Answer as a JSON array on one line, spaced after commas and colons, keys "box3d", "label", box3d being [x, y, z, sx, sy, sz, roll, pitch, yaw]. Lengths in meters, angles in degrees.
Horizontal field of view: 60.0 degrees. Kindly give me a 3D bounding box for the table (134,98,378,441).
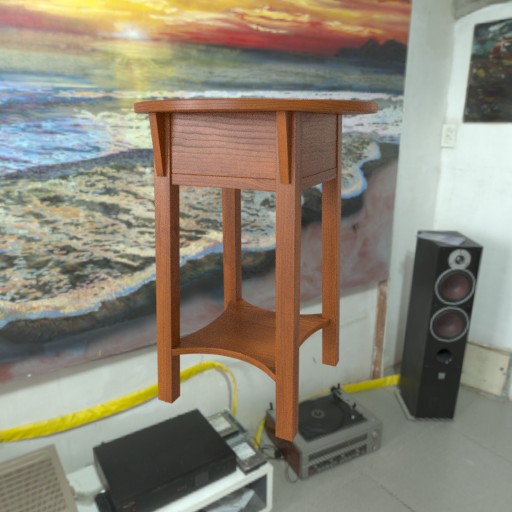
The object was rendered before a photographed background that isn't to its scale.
[{"box3d": [0.000, 0.000, 0.943, 0.457, 0.610, 0.457, 0, 17, 0], "label": "table"}]
